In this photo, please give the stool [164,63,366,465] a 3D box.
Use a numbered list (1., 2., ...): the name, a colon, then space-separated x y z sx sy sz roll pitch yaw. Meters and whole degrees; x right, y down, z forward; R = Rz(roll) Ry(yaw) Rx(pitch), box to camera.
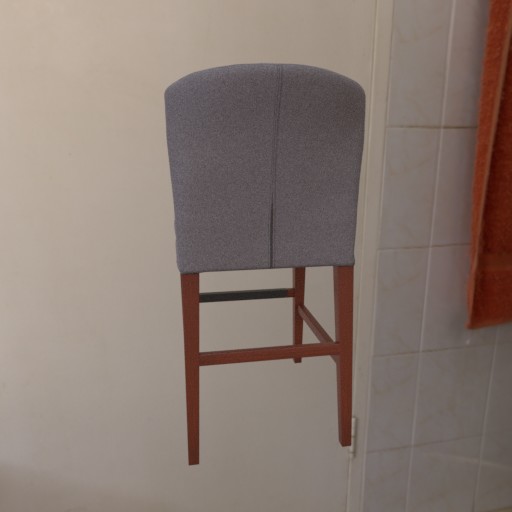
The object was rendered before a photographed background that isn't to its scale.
1. stool: 0.000 0.000 1.304 0.481 0.968 0.568 -2 14 -10
